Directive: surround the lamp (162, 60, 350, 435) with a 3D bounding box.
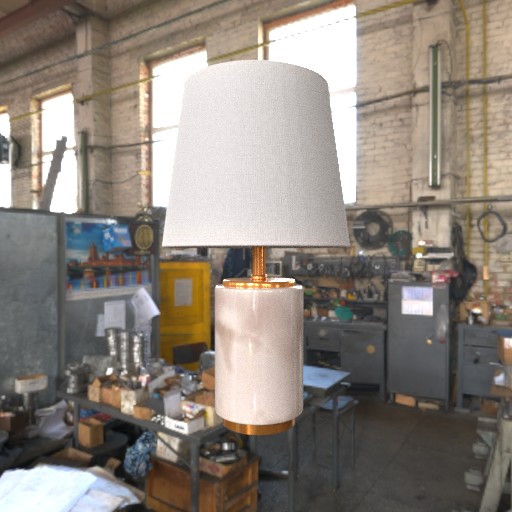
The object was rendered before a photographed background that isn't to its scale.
[{"bbox_3d":[0.000,0.000,0.457,0.189,0.340,0.189,0,0,0],"label":"lamp"}]
